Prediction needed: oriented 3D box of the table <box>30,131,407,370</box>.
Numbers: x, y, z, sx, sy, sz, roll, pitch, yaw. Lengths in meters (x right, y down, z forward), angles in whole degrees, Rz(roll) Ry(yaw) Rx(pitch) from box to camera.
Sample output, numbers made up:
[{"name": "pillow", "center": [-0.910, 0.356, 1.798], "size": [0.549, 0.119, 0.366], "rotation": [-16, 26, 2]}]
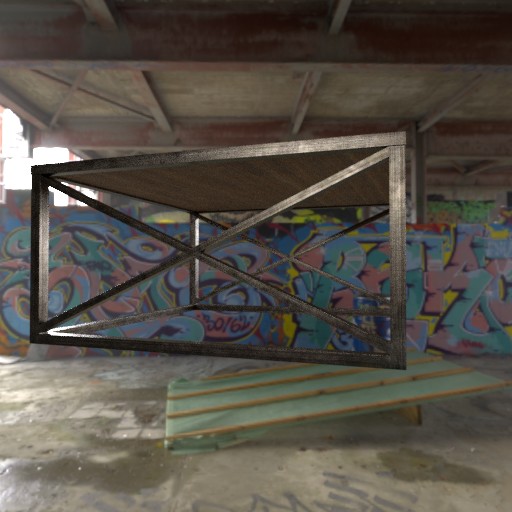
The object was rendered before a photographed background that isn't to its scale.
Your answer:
[{"name": "table", "center": [0.000, 0.000, 1.404], "size": [0.899, 0.451, 0.909], "rotation": [0, -1, 18]}]
